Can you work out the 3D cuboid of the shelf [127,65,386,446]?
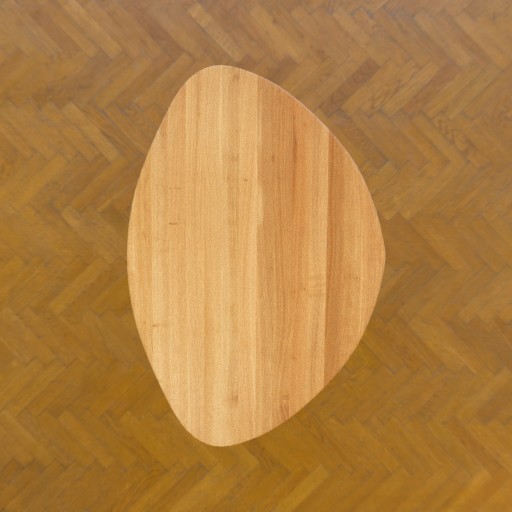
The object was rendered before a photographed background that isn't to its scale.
[{"bbox_3d":[0.000,0.000,1.668,0.845,0.440,1.246,0,91,-1],"label":"shelf"}]
